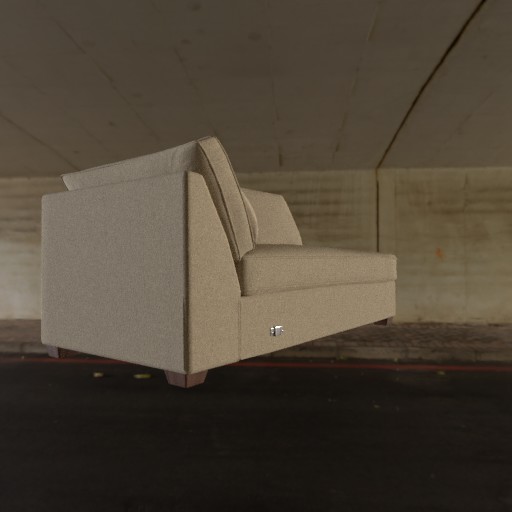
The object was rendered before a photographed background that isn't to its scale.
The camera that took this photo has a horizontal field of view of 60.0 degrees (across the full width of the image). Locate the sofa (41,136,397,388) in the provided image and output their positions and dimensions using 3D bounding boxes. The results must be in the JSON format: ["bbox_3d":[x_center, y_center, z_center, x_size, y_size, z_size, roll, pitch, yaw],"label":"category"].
[{"bbox_3d":[0.000,0.000,2.831,1.110,1.033,2.237,0,-1,37],"label":"sofa"}]
